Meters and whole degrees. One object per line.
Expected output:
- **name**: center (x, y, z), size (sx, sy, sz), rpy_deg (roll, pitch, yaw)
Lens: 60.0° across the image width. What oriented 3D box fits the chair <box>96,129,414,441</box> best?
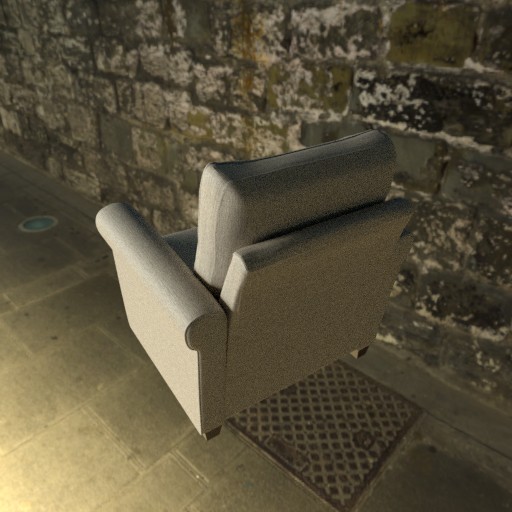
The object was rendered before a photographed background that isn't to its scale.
- **chair**: center (0.000, 0.000, 2.303), size (1.275, 1.349, 1.180), rpy_deg (-19, 36, -28)
